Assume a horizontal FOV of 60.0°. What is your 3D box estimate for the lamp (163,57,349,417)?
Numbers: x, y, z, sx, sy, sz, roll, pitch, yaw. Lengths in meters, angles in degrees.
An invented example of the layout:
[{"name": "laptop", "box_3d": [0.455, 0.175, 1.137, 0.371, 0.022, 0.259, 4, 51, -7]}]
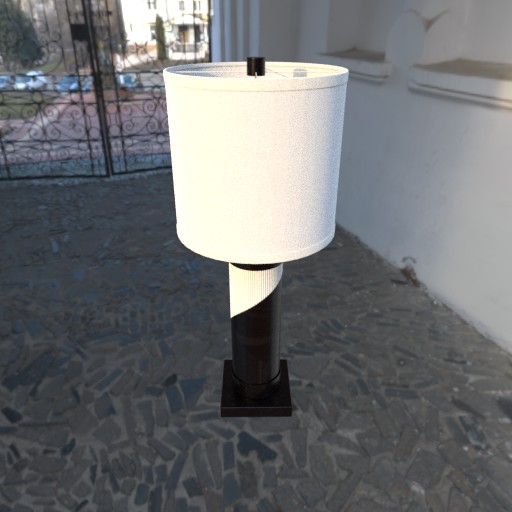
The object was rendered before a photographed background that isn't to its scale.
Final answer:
[{"name": "lamp", "box_3d": [0.000, 0.000, 0.622, 0.211, 0.509, 0.211, 0, 28, -1]}]
